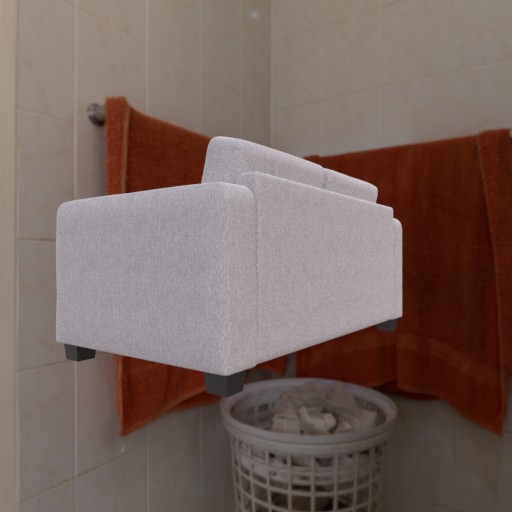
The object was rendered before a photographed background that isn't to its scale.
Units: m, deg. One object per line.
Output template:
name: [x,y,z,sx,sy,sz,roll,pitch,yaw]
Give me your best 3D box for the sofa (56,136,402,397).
sofa: [0.000,0.000,2.075,0.900,0.800,1.540,0,0,36]
